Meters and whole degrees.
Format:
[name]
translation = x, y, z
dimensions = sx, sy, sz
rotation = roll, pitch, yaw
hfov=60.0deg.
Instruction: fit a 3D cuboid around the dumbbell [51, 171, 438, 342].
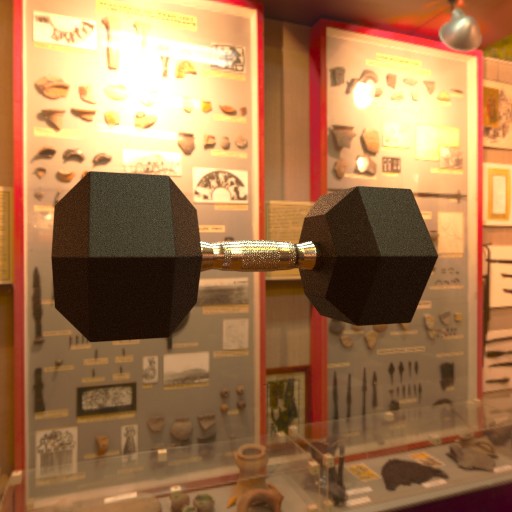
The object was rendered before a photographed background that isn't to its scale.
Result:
[dumbbell]
translation = 0.000, 0.000, 0.440
dimensions = 0.361, 0.137, 0.157
rotation = 0, 0, -19
